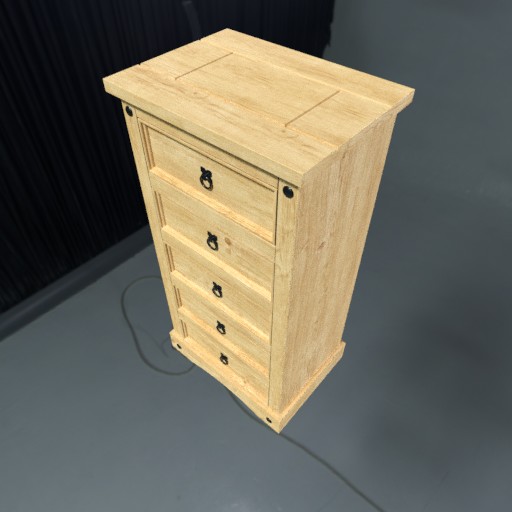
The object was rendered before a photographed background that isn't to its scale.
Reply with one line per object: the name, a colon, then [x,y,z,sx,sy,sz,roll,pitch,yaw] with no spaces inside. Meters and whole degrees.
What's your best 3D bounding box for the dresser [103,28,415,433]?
dresser: [0.000,0.000,1.306,0.531,1.041,0.390,32,54,27]
